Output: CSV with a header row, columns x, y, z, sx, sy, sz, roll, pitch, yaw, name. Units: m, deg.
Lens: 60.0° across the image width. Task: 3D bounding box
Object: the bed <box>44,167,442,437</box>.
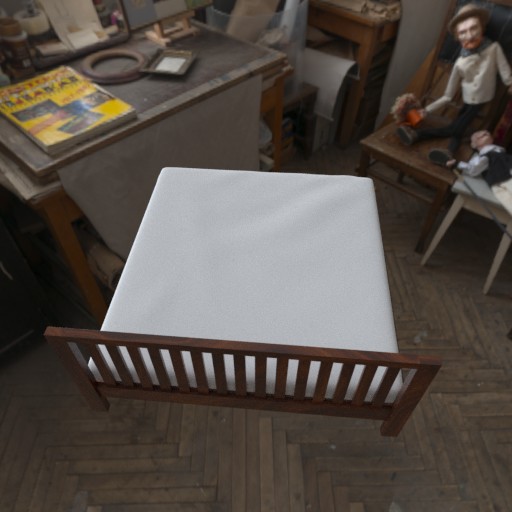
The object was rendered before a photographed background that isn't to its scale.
x,y,z,sx,sy,sz,roll,pitch,yaw,name
0.000,0.000,3.119,1.905,0.890,2.030,4,48,3,bed
